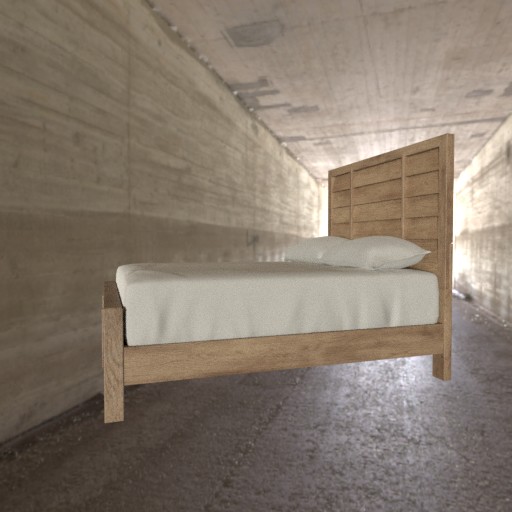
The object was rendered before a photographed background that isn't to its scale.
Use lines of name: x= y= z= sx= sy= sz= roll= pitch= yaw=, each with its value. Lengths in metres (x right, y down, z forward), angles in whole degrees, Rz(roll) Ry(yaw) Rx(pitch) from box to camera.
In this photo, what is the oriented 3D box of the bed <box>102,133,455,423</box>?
bed: x=0.000 y=0.000 z=3.339 sx=2.197 sy=1.626 sz=1.626 roll=-1 pitch=2 yaw=-19
